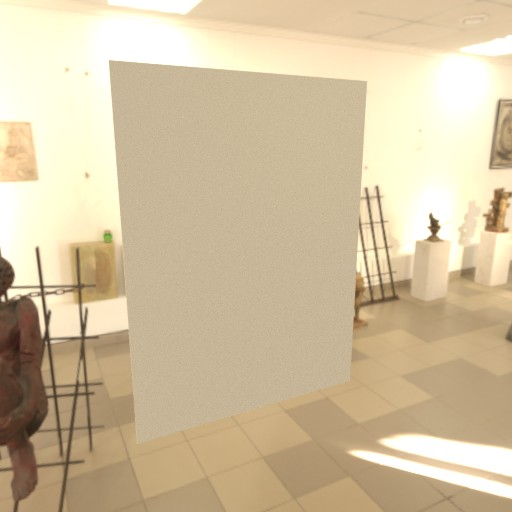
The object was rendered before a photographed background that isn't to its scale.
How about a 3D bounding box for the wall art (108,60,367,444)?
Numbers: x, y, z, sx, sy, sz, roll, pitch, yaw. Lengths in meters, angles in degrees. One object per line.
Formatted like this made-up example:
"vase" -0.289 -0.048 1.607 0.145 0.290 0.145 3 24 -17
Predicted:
"wall art" 0.000 0.000 0.786 0.457 0.609 0.003 -7 16 -26
